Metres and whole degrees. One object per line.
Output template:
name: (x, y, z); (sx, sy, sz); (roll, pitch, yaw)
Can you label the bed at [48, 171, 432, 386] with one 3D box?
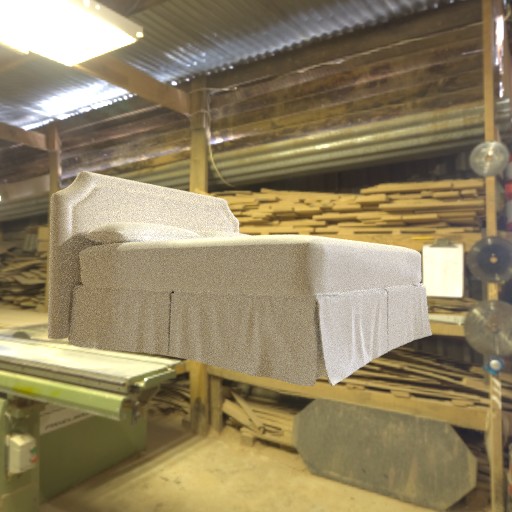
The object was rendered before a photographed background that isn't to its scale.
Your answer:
bed: (0.000, 0.000, 3.473); (2.204, 1.301, 2.160); (-1, -2, 35)
